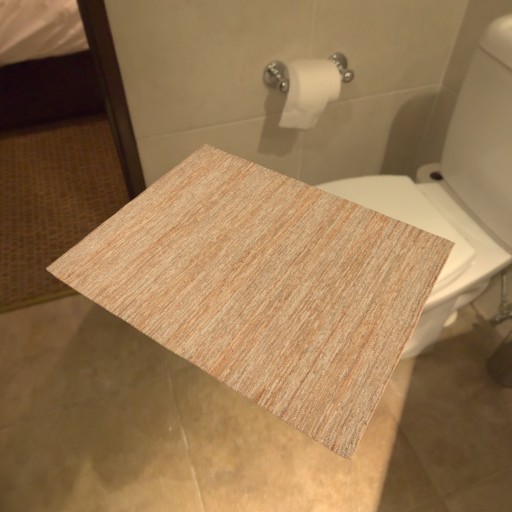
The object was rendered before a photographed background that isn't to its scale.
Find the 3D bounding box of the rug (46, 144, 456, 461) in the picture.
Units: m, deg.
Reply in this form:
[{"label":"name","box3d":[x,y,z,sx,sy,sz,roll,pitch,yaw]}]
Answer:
[{"label":"rug","box3d":[0.000,0.000,3.982,2.939,0.009,2.313,26,53,22]}]
